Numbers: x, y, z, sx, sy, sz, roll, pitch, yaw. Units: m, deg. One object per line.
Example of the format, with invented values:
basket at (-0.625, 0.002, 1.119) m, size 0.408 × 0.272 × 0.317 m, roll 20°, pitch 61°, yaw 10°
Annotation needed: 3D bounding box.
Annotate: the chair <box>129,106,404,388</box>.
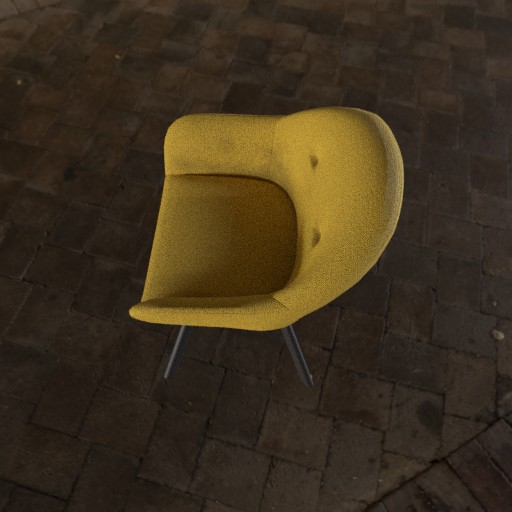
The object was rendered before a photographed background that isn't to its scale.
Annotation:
chair at (0.000, 0.000, 1.171) m, size 0.565 × 0.775 × 0.545 m, roll 2°, pitch 59°, yaw 1°
